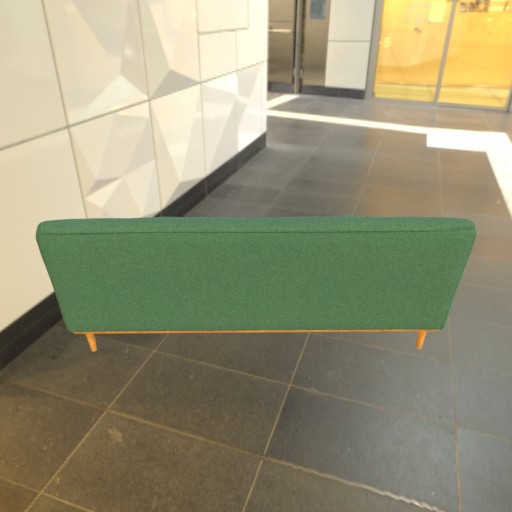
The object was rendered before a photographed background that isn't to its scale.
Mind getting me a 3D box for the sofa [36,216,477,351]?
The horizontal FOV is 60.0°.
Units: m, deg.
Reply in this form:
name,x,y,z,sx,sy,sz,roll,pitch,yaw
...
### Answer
name,x,y,z,sx,sy,sz,roll,pitch,yaw
sofa,0.000,0.000,2.584,2.057,0.871,0.978,0,29,-1
